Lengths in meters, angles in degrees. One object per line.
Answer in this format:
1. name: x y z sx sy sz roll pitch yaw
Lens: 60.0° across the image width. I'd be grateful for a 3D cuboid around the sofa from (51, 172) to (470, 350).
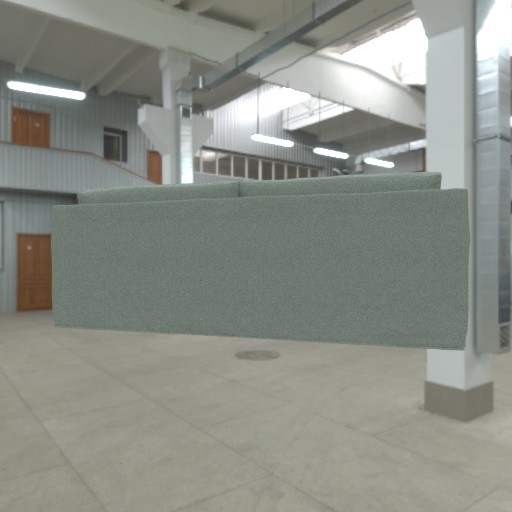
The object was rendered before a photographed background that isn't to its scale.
1. sofa: 0.000 0.000 2.750 2.312 0.853 0.962 0 0 17
